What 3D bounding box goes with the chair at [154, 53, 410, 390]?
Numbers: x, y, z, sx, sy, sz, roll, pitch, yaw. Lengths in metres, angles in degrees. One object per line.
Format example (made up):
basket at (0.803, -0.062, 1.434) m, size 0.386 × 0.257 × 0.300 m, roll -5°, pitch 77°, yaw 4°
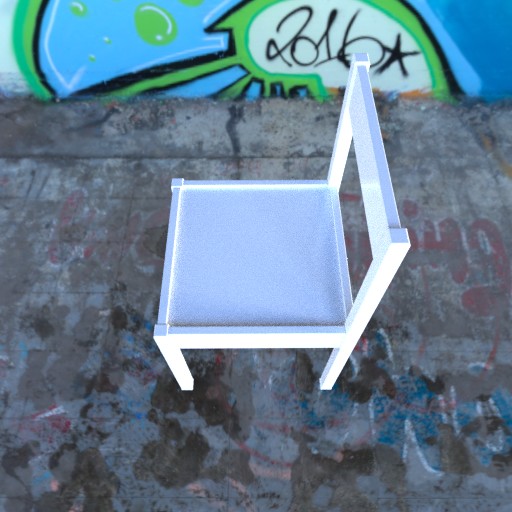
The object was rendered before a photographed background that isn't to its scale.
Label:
chair at (0.000, 0.000, 0.693) m, size 0.285 × 0.505 × 0.285 m, roll 0°, pitch 59°, yaw 0°
